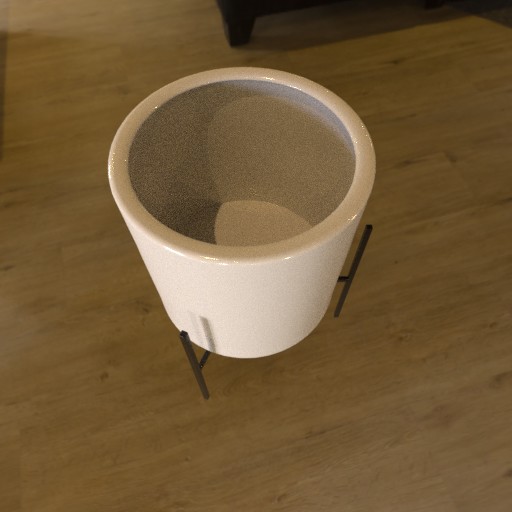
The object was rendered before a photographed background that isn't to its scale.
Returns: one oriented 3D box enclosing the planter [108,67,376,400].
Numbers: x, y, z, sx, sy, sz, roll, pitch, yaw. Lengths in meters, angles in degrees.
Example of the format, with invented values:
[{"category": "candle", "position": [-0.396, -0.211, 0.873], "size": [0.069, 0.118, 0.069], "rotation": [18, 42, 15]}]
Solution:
[{"category": "planter", "position": [0.000, 0.000, 0.647], "size": [0.308, 0.431, 0.307], "rotation": [0, 59, 0]}]
